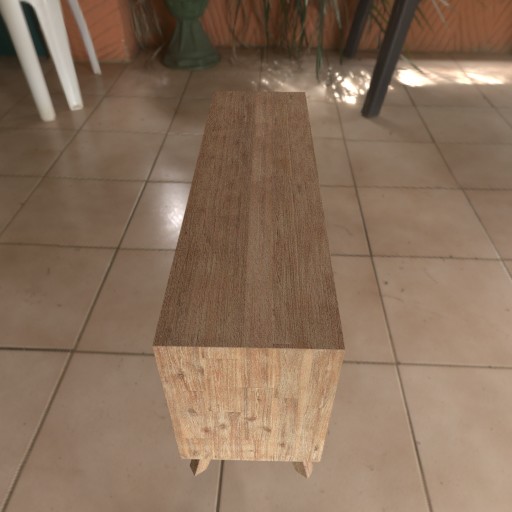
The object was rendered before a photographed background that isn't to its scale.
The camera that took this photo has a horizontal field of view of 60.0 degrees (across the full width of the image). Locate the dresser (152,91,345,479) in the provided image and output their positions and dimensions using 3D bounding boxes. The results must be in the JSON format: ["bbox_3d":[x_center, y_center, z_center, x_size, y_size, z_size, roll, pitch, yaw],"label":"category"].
[{"bbox_3d":[0.000,0.000,1.889,0.455,0.805,1.554,1,42,1],"label":"dresser"}]
